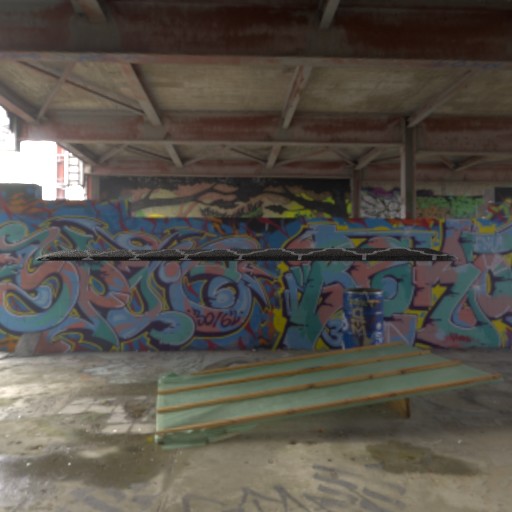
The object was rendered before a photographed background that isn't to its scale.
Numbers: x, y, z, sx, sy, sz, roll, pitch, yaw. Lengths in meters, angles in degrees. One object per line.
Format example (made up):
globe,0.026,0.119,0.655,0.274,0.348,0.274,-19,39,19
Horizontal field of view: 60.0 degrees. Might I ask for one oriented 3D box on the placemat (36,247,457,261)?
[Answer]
placemat,0.000,0.000,0.979,0.762,0.021,0.508,0,-1,17
